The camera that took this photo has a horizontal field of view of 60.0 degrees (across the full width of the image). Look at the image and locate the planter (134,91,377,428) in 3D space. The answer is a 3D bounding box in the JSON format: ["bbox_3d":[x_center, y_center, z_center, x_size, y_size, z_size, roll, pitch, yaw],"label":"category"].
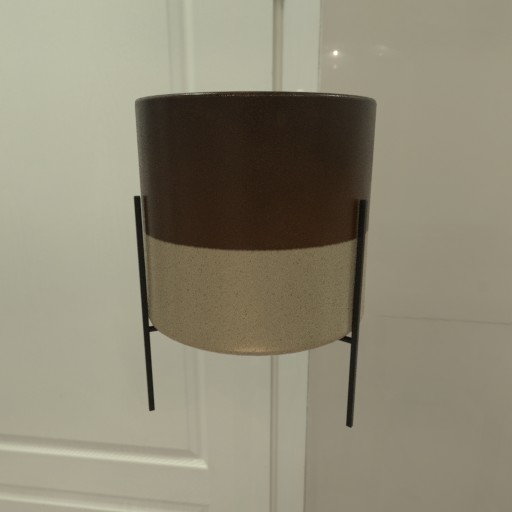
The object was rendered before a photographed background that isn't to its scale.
[{"bbox_3d":[0.000,0.000,0.709,0.345,0.465,0.354,2,15,7],"label":"planter"}]
